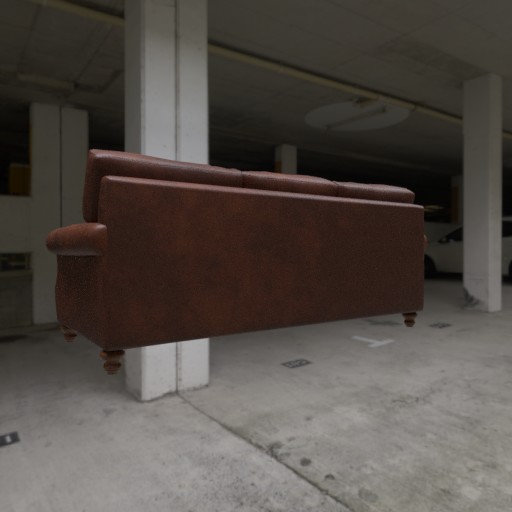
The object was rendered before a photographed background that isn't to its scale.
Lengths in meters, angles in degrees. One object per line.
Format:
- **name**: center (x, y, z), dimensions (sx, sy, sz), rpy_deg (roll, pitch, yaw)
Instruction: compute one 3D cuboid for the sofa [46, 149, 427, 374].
- **sofa**: center (0.000, 0.000, 2.809), dimensions (2.351, 0.977, 0.973), rpy_deg (-1, 1, -35)
